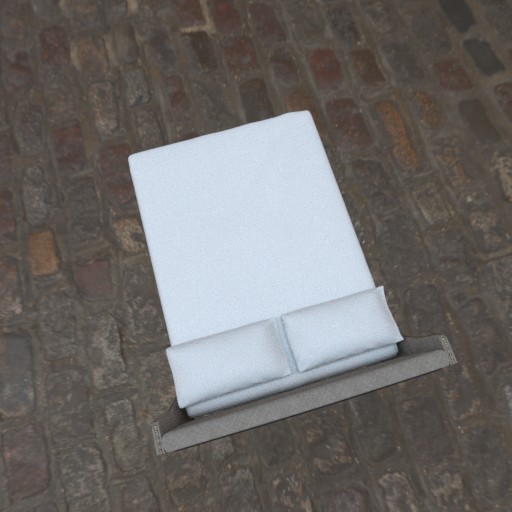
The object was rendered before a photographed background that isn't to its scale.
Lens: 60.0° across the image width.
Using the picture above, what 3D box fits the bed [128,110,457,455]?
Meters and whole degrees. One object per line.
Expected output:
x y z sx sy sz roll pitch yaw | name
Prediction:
0.000 0.000 3.283 1.710 1.407 2.237 -16 74 -4 | bed
